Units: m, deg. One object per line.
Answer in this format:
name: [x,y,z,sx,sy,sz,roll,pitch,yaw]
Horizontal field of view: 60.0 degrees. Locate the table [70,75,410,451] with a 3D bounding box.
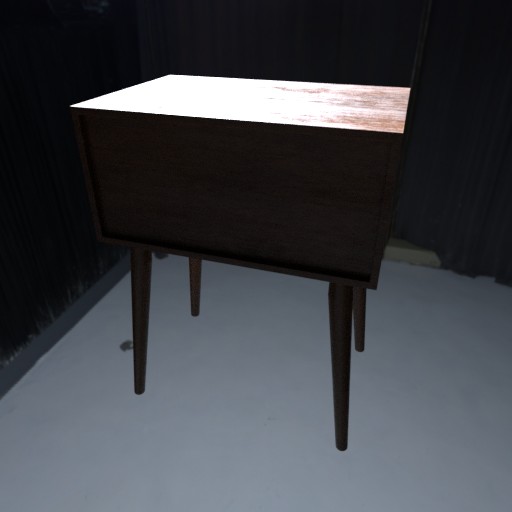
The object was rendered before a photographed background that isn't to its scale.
table: [0.000,0.000,0.839,0.454,0.580,0.307,9,32,16]
